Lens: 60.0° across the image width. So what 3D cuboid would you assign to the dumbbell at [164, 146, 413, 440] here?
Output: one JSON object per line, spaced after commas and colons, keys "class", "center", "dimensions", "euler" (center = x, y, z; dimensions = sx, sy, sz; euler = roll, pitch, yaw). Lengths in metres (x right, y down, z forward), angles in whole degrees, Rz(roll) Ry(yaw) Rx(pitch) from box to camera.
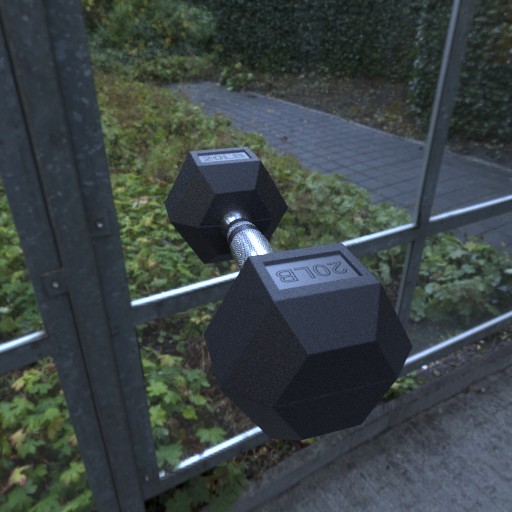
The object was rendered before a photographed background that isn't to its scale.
{"class": "dumbbell", "center": [0.000, 0.000, 0.323], "dimensions": [0.106, 0.092, 0.272], "euler": [-8, 31, -14]}
